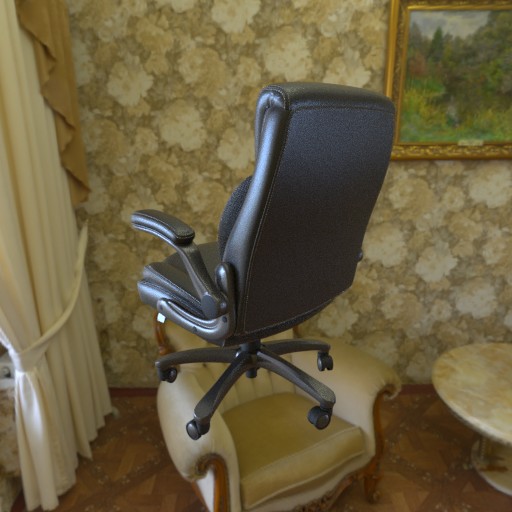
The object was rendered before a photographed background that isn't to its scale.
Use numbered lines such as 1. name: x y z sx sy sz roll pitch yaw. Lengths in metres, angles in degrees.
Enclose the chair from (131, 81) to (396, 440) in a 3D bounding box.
1. chair: 0.000 0.000 1.576 0.724 1.110 0.782 15 22 42
